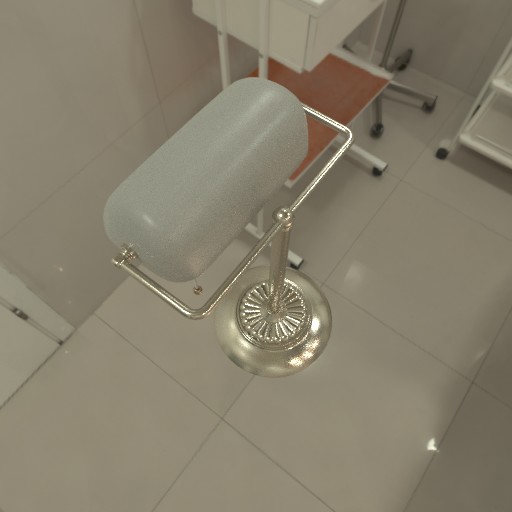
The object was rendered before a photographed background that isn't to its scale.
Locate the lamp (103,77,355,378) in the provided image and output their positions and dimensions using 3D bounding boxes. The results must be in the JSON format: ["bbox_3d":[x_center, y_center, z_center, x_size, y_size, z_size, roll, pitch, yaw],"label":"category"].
[{"bbox_3d":[0.000,0.000,0.530,0.243,0.339,0.264,34,68,16],"label":"lamp"}]
